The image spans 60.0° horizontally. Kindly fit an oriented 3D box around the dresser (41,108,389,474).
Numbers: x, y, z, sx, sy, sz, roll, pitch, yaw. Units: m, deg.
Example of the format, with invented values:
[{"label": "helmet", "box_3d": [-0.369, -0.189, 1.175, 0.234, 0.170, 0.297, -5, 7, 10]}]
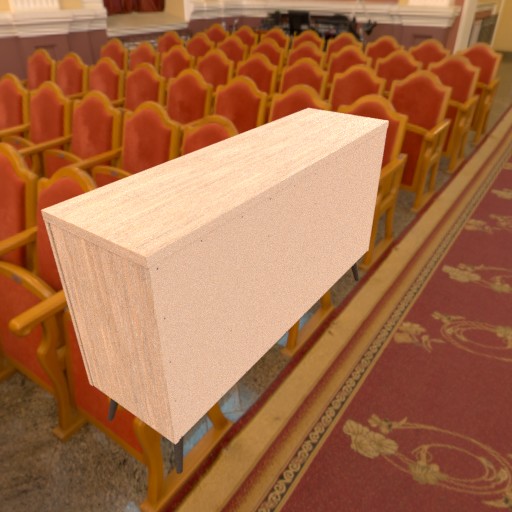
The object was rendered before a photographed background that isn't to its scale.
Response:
[{"label": "dresser", "box_3d": [0.000, 0.000, 1.933, 0.457, 0.914, 1.524, 21, 37, 30]}]
